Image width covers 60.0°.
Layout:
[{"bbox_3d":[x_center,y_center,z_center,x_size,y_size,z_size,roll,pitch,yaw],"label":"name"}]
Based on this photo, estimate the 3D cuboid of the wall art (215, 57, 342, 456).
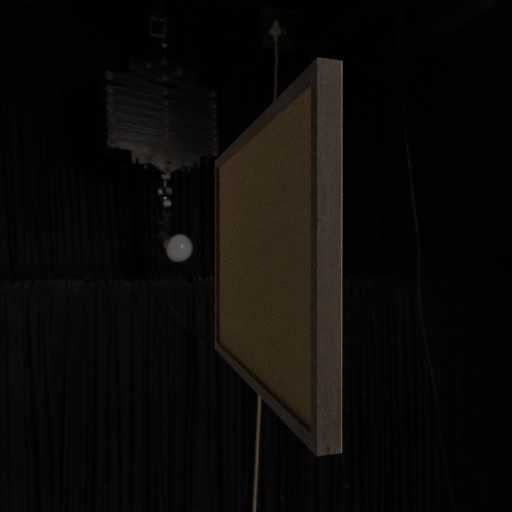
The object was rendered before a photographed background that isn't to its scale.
[{"bbox_3d":[0.000,0.000,1.763,0.070,1.009,1.320,0,0,-17],"label":"wall art"}]
